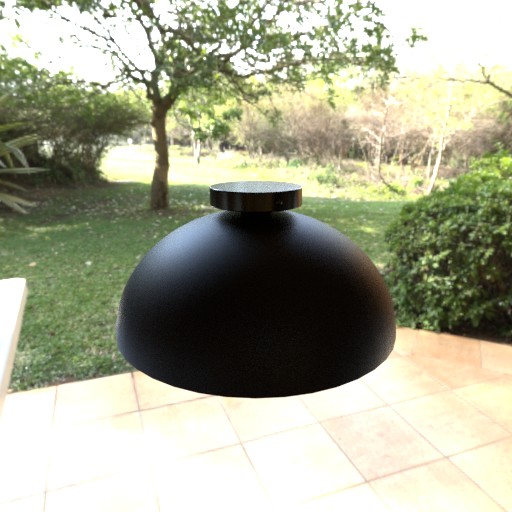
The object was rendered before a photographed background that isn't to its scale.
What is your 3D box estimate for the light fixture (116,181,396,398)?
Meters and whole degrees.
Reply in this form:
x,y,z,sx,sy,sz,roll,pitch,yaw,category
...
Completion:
x,y,z,sx,sy,sz,roll,pitch,yaw,category
0.000,0.000,0.563,0.355,0.177,0.355,0,16,0,light fixture
